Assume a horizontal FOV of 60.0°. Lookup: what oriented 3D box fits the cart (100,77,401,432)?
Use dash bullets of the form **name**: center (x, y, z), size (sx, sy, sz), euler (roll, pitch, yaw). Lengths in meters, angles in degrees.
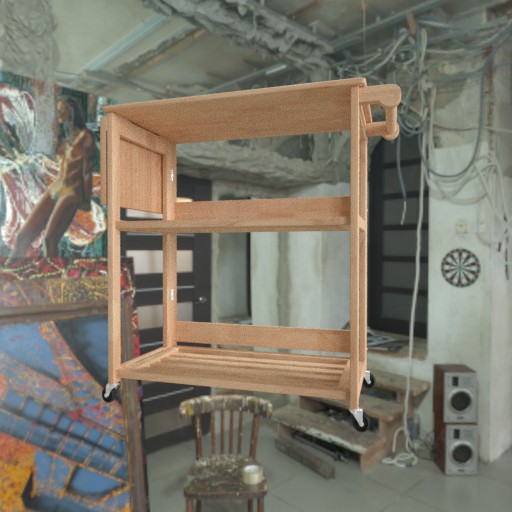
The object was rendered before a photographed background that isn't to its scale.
- **cart**: center (0.000, 0.000, 1.387), size (0.853, 0.879, 0.432), euler (0, 1, 17)
